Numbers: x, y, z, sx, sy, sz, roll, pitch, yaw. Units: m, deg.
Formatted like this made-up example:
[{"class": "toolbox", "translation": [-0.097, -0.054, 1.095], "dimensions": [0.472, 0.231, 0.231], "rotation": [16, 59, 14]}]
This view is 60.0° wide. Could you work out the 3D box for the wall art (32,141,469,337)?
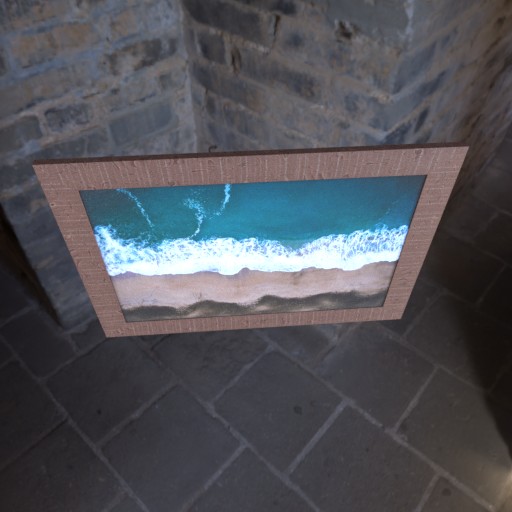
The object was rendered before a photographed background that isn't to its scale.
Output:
[{"class": "wall art", "translation": [0.000, 0.000, 1.160], "dimensions": [0.917, 0.626, 0.019], "rotation": [-3, 46, -3]}]
